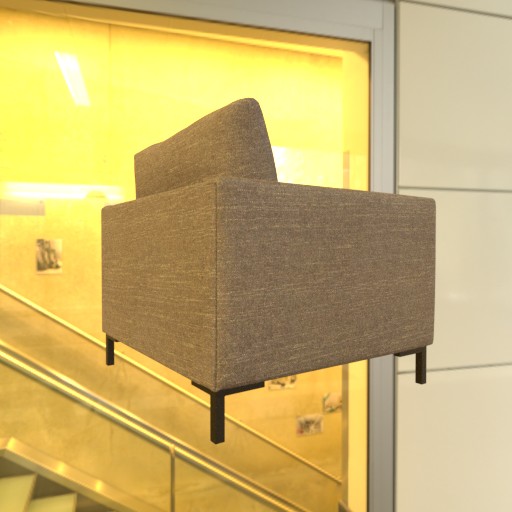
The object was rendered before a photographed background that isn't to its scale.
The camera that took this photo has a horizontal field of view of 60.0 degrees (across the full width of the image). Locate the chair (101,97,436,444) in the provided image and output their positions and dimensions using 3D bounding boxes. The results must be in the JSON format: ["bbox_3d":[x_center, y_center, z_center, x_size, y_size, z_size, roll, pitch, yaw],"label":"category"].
[{"bbox_3d":[0.000,0.000,1.588,0.845,0.841,0.940,-1,1,-35],"label":"chair"}]
